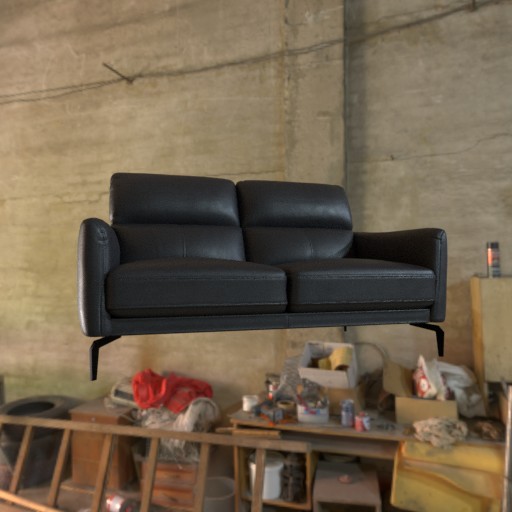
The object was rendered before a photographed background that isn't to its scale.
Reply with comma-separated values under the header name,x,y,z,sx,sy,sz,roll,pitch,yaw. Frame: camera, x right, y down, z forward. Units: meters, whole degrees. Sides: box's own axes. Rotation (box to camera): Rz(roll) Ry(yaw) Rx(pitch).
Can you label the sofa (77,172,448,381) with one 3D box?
name,x,y,z,sx,sy,sz,roll,pitch,yaw
sofa,0.000,0.000,2.183,1.596,0.920,0.958,0,-2,-17
